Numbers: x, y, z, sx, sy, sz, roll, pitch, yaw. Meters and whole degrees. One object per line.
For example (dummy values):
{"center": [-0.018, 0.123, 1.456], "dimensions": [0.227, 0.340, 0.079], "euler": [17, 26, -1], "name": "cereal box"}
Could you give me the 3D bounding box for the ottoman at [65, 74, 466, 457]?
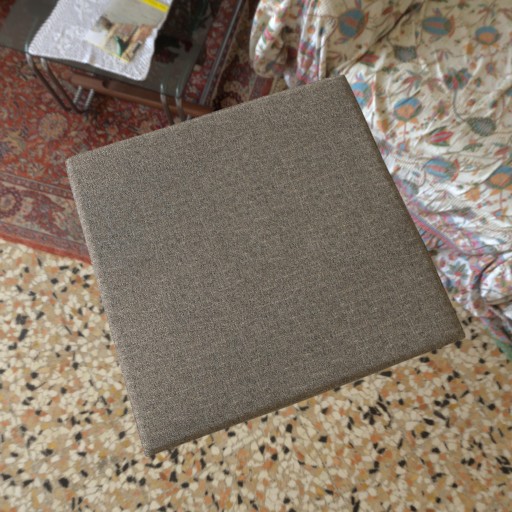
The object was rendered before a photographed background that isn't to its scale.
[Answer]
{"center": [0.000, 0.000, 1.531], "dimensions": [1.016, 0.379, 0.981], "euler": [-19, 77, -5], "name": "ottoman"}
